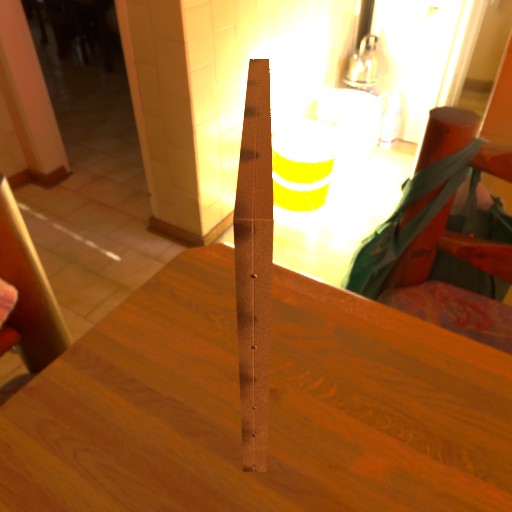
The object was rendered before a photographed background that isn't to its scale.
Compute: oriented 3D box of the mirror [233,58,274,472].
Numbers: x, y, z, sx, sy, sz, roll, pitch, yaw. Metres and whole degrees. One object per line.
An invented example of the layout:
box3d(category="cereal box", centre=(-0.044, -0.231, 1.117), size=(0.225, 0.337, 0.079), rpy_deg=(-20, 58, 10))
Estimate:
box3d(category="mirror", centre=(0.000, 0.000, 0.766), size=(0.042, 0.507, 0.509), rpy_deg=(1, 40, 1))
